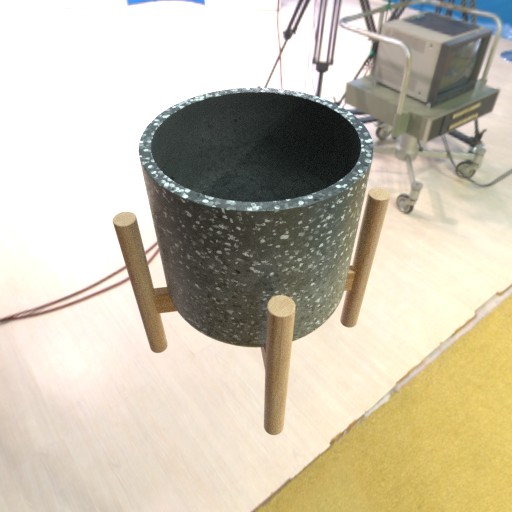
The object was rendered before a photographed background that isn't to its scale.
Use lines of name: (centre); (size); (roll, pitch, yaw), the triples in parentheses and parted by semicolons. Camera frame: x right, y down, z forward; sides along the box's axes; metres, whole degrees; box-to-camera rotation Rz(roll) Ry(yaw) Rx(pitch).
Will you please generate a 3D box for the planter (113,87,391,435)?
planter: (0.000, 0.000, 0.538); (0.284, 0.320, 0.284); (10, 46, 10)
